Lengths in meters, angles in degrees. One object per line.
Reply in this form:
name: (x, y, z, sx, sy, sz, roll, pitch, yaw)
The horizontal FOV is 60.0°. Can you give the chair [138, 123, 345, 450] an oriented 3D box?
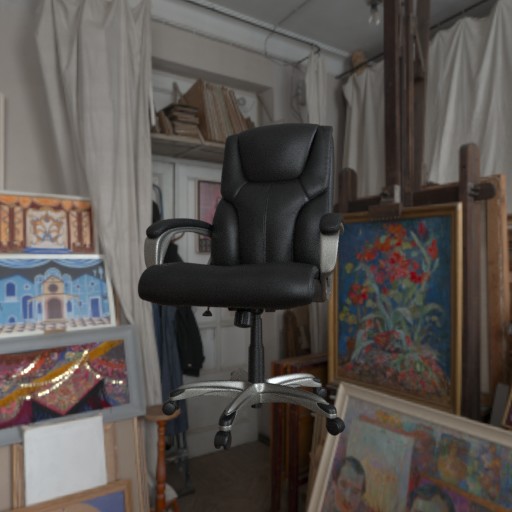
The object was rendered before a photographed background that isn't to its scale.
chair: (0.000, 0.000, 1.621, 0.663, 1.155, 0.739, 0, -1, 18)
